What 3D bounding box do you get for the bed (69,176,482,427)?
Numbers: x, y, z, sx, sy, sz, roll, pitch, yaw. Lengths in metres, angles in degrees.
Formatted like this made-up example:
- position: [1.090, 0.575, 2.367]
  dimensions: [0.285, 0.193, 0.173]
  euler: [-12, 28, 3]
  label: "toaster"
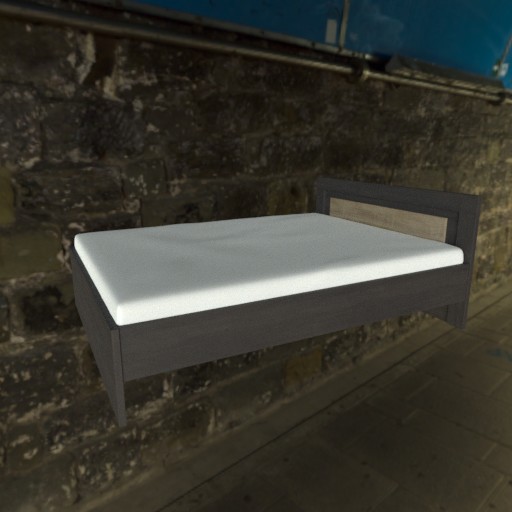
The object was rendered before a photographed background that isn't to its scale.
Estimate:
- position: [0.000, 0.000, 2.837]
  dimensions: [2.073, 0.823, 1.585]
  euler: [-7, 16, -27]
  label: "bed"
